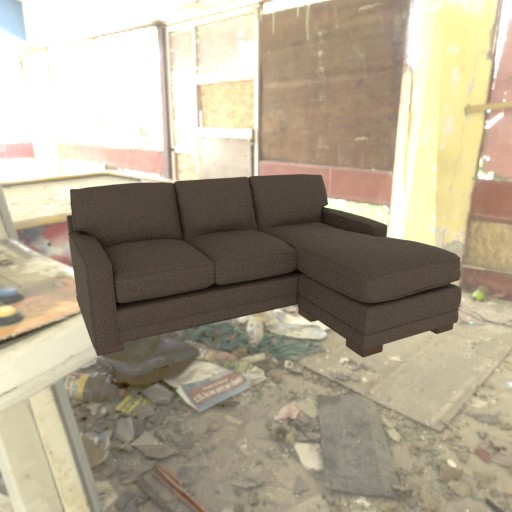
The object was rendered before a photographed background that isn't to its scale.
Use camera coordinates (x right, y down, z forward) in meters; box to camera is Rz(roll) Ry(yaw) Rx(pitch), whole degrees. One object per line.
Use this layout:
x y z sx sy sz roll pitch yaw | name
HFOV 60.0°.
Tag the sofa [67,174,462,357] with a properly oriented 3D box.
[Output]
0.000 0.000 3.238 2.370 0.973 1.790 -9 19 -26 | sofa
